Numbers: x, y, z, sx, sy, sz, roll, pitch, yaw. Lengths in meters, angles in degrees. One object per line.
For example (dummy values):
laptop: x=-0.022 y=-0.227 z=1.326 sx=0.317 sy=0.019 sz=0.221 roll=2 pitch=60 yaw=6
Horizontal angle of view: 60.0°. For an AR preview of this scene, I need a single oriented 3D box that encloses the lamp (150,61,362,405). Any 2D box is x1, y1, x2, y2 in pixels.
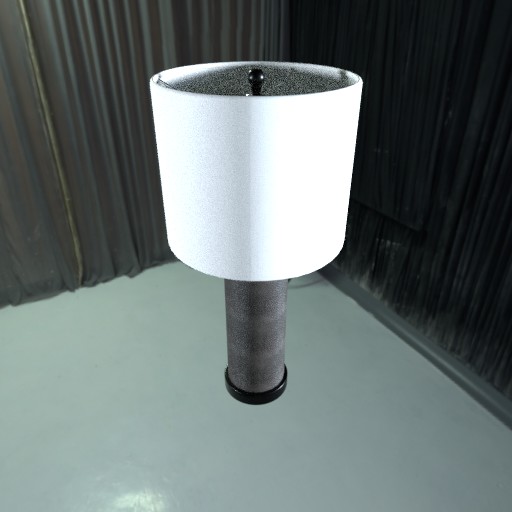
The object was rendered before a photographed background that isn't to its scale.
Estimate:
lamp: x=0.000 y=0.000 z=0.806 sx=0.305 sy=0.634 sz=0.305 roll=-19 pitch=36 yaw=-28
